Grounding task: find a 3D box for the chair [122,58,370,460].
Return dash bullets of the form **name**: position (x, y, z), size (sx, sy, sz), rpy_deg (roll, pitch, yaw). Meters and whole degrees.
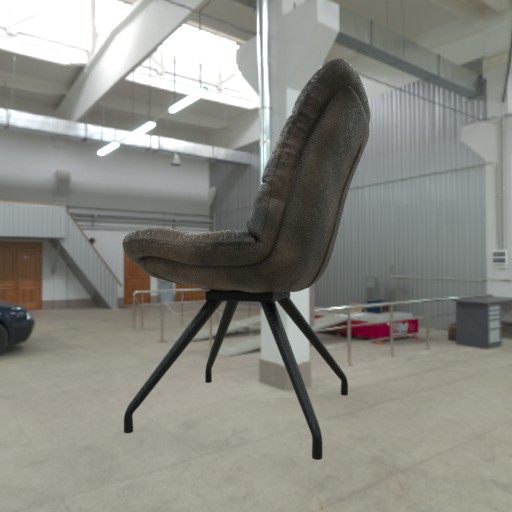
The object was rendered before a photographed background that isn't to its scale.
- **chair**: position (0.000, 0.000, 1.247), size (0.622, 0.870, 0.549), rpy_deg (0, -1, 18)
